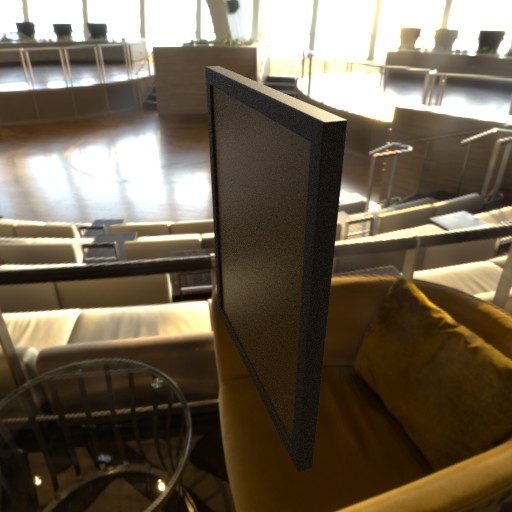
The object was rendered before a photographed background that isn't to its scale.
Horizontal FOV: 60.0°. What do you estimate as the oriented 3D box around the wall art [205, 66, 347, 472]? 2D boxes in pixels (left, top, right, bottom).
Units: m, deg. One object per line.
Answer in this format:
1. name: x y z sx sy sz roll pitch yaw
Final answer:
1. wall art: 0.000 0.000 0.768 0.028 0.558 0.457 -11 32 -18
